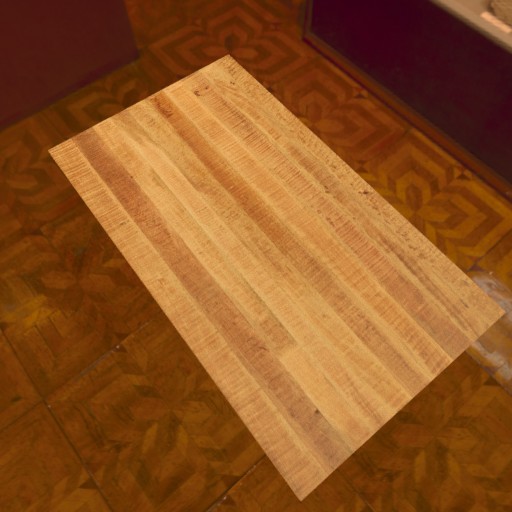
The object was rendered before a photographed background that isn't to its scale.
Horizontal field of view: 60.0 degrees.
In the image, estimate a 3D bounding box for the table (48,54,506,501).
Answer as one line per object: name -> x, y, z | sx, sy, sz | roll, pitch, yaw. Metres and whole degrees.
table -> 0.000, 0.000, 1.579 | 0.760, 0.455, 1.320 | -35, 69, -16
